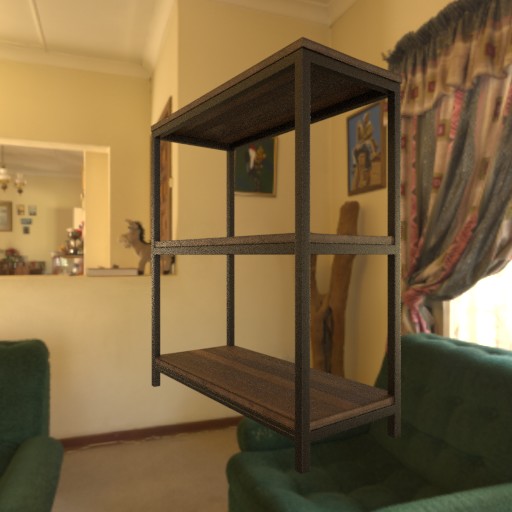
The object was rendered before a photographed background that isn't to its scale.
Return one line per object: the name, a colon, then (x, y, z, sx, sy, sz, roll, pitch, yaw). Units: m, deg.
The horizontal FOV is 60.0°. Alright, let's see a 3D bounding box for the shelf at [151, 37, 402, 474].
shelf: (0.000, 0.000, 1.393, 0.352, 0.947, 0.822, 0, 0, -36)
